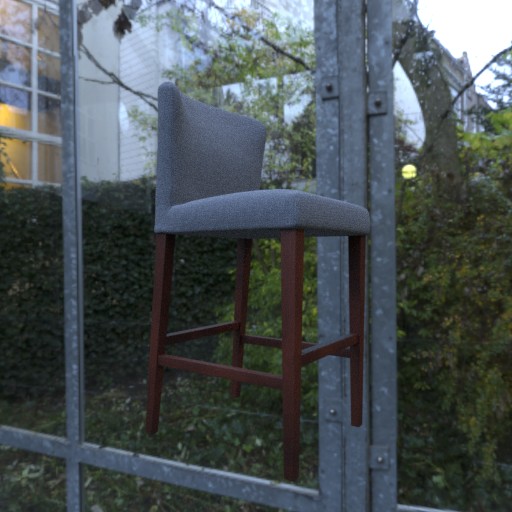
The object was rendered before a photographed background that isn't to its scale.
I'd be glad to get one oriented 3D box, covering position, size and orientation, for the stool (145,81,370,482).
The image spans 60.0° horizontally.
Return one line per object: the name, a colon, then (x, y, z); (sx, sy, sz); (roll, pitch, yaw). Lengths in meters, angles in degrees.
stool: (0.000, 0.000, 1.369); (0.568, 1.069, 0.486); (0, 0, 35)
